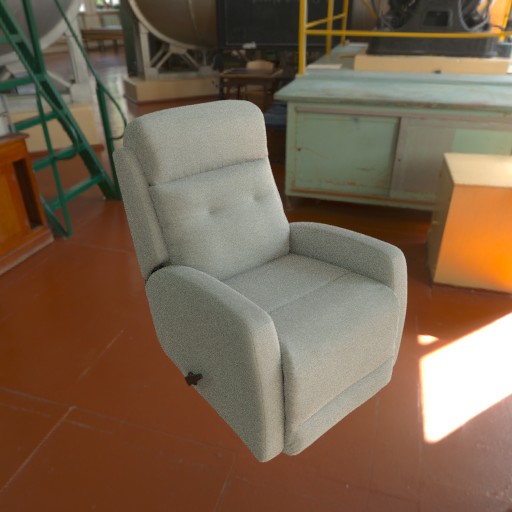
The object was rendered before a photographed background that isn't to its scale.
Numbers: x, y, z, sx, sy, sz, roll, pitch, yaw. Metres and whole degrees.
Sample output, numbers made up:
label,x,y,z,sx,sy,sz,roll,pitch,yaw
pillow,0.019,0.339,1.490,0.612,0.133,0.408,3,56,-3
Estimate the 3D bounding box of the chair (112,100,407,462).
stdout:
label,x,y,z,sx,sy,sz,roll,pitch,yaw
chair,0.000,0.000,1.726,0.798,1.013,1.043,-22,36,-33
